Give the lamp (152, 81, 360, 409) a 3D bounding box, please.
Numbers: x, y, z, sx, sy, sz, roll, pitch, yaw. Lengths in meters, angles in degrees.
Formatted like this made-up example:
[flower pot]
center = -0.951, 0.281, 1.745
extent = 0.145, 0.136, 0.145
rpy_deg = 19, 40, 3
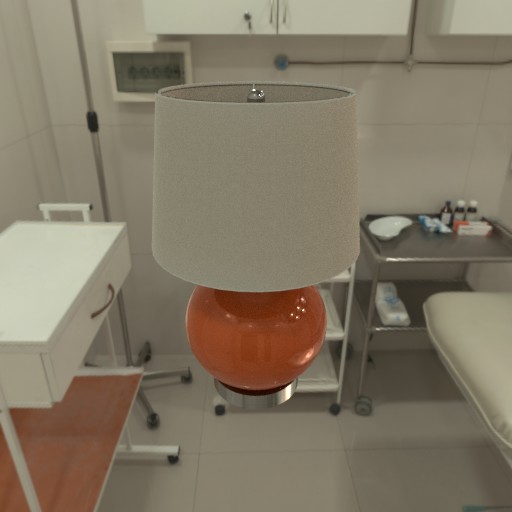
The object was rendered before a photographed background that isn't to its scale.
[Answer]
[lamp]
center = 0.000, 0.000, 0.546
extent = 0.247, 0.387, 0.247
rpy_deg = 0, 26, 0
